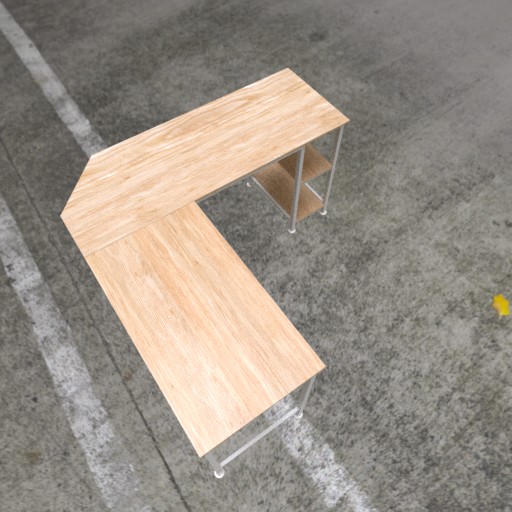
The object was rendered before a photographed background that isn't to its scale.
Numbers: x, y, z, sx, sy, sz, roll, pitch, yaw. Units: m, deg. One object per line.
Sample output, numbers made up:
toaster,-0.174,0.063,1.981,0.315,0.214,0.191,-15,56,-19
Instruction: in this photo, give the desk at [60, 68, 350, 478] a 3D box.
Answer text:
desk,0.000,0.000,2.181,1.379,0.739,1.379,-31,63,-18
